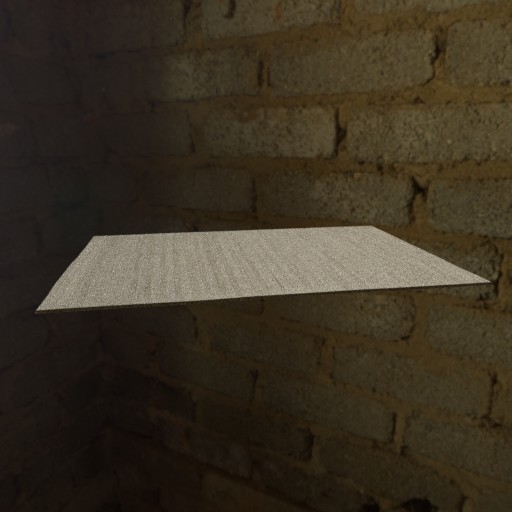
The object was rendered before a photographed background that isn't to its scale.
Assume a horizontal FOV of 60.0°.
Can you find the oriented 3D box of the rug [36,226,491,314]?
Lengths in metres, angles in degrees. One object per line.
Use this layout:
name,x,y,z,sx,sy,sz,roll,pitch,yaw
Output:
rug,0.000,0.000,2.908,2.297,0.018,1.532,-3,16,-10
